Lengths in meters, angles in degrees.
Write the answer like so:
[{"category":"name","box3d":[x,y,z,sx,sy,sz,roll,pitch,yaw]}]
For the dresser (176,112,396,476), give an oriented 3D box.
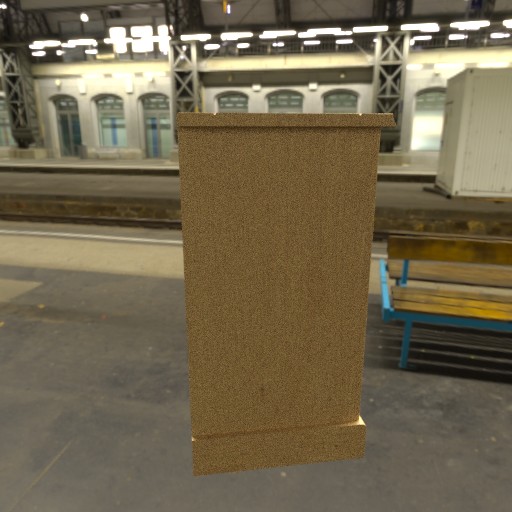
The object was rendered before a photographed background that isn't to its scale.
[{"category":"dresser","box3d":[0.000,0.000,1.411,0.440,0.835,0.915,-2,16,-8]}]
